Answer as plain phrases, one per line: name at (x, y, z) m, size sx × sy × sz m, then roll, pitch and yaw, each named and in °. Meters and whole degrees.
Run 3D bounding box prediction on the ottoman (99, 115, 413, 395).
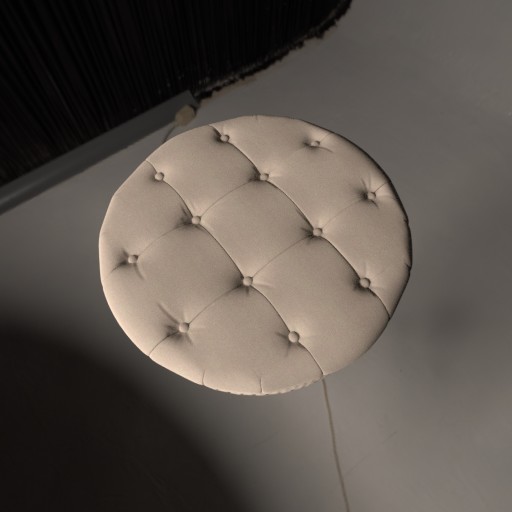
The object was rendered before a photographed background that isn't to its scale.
ottoman at (0.000, 0.000, 1.411) m, size 0.901 × 0.439 × 0.901 m, roll 0°, pitch 63°, yaw 0°
